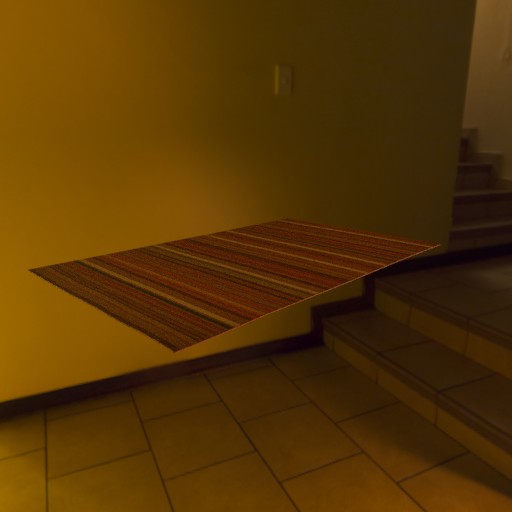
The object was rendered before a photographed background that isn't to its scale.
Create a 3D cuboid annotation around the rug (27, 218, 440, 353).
[{"bbox_3d":[0.000,0.000,3.027,1.523,0.008,2.438,15,21,43],"label":"rug"}]
